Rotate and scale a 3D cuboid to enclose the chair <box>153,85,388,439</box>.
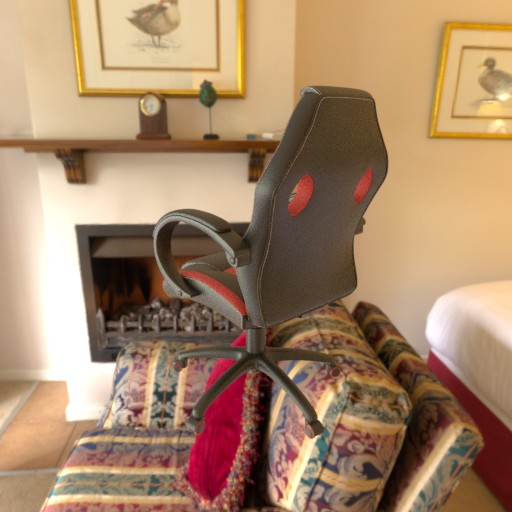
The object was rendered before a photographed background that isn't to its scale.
[{"bbox_3d":[0.000,0.000,1.714,0.750,1.189,0.783,-15,22,-41],"label":"chair"}]
